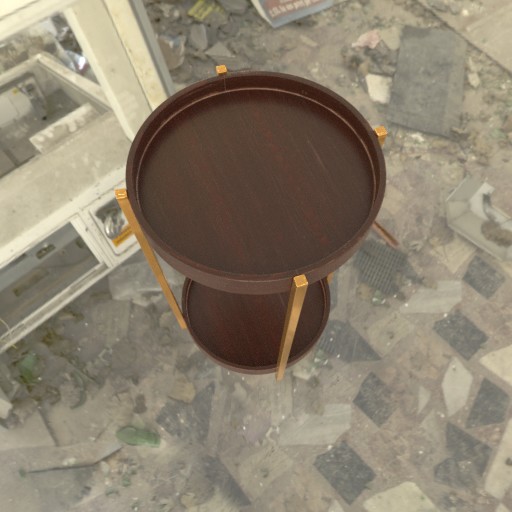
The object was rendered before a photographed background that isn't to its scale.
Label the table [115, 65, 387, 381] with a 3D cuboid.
[{"bbox_3d":[0.000,0.000,0.902,0.400,0.610,0.400,-15,65,-7],"label":"table"}]
